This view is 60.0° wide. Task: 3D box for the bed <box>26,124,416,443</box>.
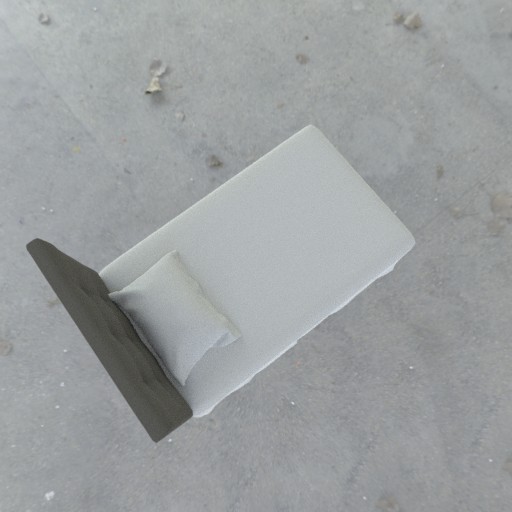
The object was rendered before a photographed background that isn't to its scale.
[{"bbox_3d":[0.000,0.000,2.934,1.997,1.571,1.261,-36,78,-9],"label":"bed"}]
